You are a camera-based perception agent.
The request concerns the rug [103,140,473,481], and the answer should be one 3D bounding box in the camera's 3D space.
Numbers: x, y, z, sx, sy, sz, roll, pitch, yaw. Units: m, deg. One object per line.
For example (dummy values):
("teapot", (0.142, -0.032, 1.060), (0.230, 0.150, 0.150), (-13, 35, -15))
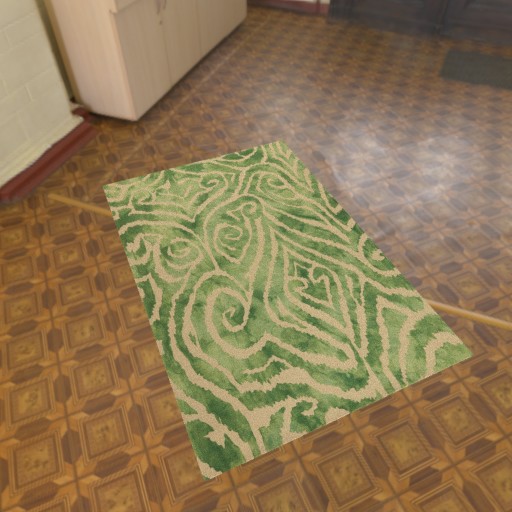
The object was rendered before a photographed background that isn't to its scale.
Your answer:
("rug", (0.000, 0.000, 2.295), (1.220, 0.006, 1.826), (-18, 50, -16))
